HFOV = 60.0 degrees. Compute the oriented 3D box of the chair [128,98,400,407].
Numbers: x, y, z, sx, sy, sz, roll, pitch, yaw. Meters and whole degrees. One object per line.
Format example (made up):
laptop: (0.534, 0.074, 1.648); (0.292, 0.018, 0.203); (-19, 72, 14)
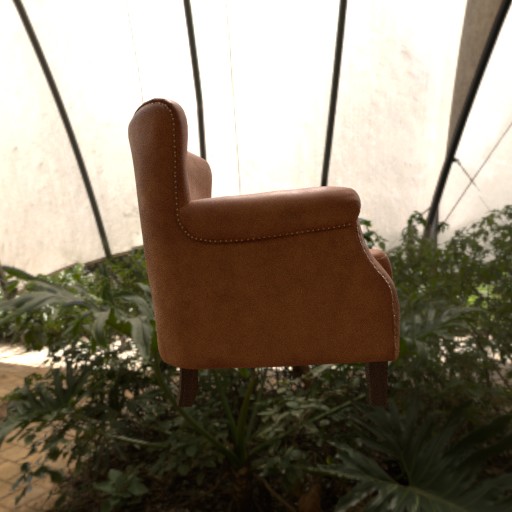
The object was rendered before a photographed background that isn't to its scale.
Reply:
chair: (0.000, 0.000, 1.672); (0.921, 0.936, 0.861); (0, -1, 0)
